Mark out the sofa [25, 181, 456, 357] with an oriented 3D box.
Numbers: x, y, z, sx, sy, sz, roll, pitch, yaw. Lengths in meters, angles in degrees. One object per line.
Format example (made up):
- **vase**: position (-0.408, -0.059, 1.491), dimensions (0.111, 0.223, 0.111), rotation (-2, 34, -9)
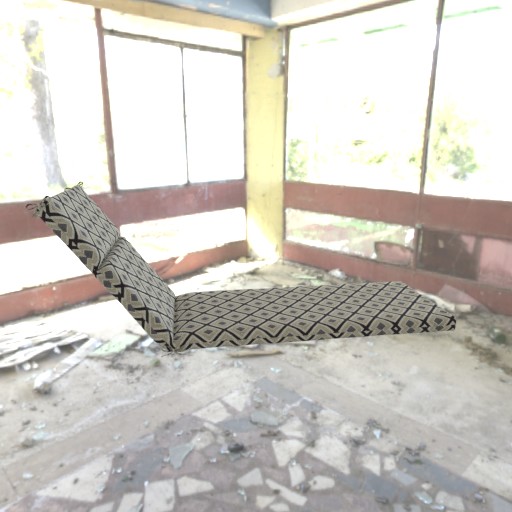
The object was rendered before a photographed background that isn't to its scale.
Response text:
- **sofa**: position (0.000, 0.000, 1.939), dimensions (1.663, 0.622, 0.582), rotation (-2, 15, -9)
